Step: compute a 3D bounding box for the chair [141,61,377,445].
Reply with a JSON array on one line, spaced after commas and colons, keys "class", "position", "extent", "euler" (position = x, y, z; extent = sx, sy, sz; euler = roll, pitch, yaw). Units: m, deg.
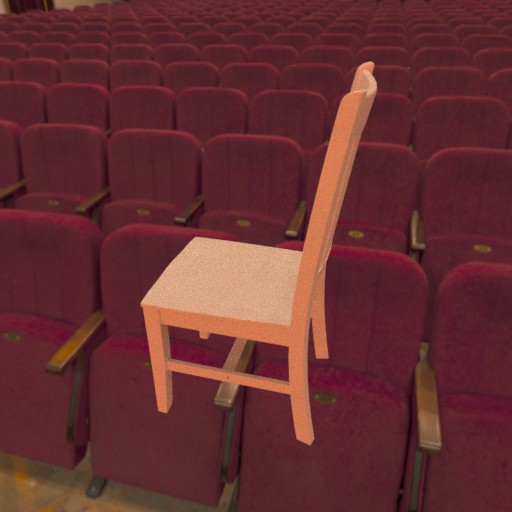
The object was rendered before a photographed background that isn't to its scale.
[{"class": "chair", "position": [0.000, 0.000, 1.276], "extent": [0.555, 0.998, 0.450], "euler": [8, 31, 13]}]
